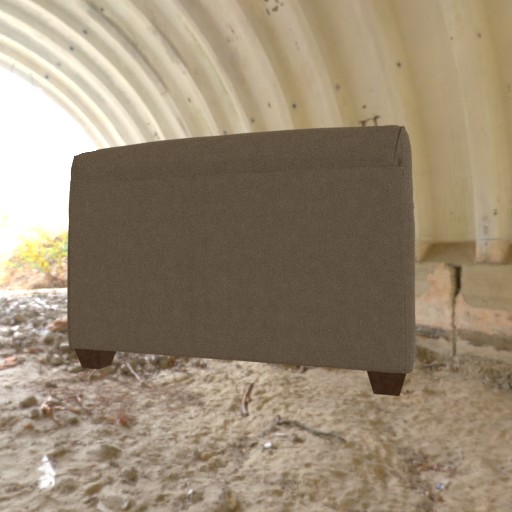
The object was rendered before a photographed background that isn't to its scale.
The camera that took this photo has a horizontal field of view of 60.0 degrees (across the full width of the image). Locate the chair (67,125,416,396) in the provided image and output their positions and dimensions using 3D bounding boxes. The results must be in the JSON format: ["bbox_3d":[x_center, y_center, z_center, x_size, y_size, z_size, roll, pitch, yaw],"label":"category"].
[{"bbox_3d":[0.000,0.000,2.107,1.395,0.953,0.992,0,0,17],"label":"chair"}]
